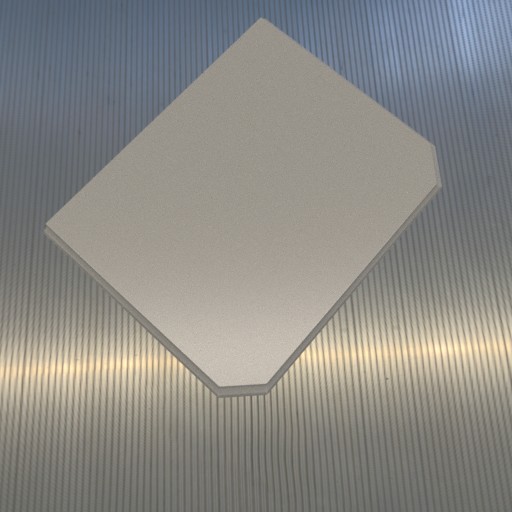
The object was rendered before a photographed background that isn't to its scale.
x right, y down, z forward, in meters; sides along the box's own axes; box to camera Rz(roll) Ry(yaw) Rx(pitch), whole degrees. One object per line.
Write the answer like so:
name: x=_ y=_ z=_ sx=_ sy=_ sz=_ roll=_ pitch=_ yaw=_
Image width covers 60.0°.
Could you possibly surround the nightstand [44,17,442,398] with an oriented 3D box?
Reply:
nightstand: x=0.000 y=0.000 z=0.900 sx=0.348 sy=0.680 sz=0.435 roll=41 pitch=80 yaw=9
